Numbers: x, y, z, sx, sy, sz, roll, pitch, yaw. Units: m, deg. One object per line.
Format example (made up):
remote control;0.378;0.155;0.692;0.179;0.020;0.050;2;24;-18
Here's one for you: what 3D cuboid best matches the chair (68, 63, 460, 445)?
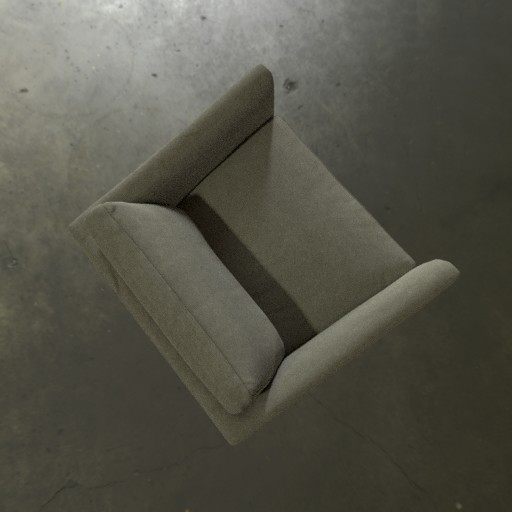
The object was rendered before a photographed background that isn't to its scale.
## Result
chair;0.000;0.000;1.932;1.091;0.845;1.190;-39;80;-8
